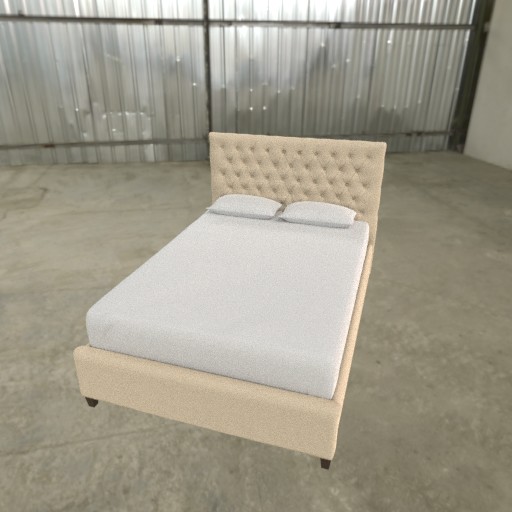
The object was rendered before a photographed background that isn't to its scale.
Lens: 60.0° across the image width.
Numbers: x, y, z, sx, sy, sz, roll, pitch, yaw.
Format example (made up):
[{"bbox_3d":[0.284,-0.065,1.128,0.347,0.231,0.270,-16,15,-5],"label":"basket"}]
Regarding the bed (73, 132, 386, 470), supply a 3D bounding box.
[{"bbox_3d":[0.000,0.000,3.456,1.698,1.427,2.387,8,27,16],"label":"bed"}]
